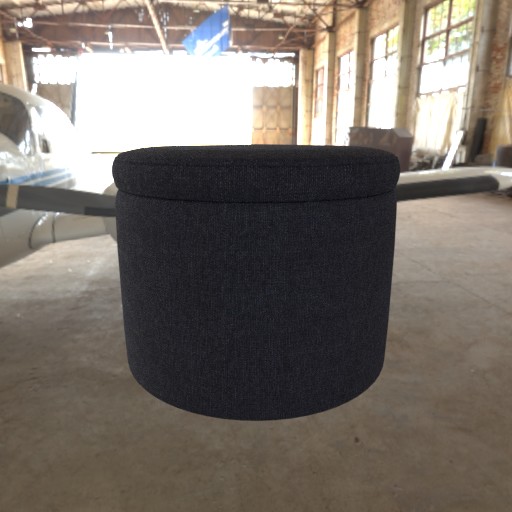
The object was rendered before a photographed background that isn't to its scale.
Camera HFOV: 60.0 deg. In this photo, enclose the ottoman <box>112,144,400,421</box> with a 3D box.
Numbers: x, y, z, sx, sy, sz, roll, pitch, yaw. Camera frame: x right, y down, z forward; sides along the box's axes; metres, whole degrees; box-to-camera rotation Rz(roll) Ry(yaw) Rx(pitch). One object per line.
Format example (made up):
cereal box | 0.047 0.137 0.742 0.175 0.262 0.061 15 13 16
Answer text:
ottoman | 0.000 0.000 0.878 0.520 0.430 0.520 0 15 0
